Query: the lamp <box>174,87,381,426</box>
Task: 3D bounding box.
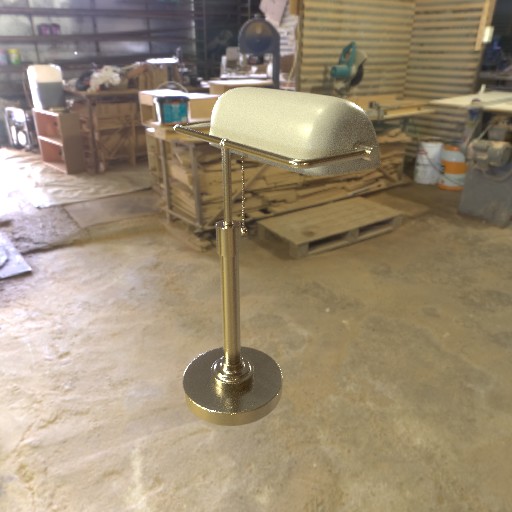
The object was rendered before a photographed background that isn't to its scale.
[{"bbox_3d":[0.000,0.000,0.582,0.227,0.404,0.269,-18,31,-32],"label":"lamp"}]
